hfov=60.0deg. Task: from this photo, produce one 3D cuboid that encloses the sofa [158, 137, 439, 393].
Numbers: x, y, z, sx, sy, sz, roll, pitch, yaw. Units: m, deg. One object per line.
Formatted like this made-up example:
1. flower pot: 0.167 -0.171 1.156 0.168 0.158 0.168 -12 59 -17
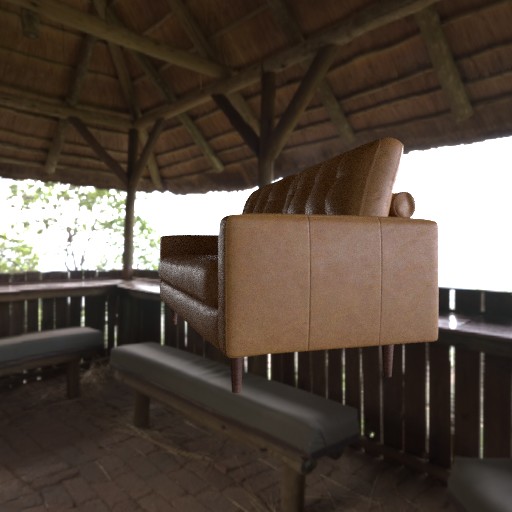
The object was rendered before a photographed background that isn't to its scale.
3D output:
1. sofa: 0.000 0.000 2.288 0.850 0.898 1.821 0 0 -18
